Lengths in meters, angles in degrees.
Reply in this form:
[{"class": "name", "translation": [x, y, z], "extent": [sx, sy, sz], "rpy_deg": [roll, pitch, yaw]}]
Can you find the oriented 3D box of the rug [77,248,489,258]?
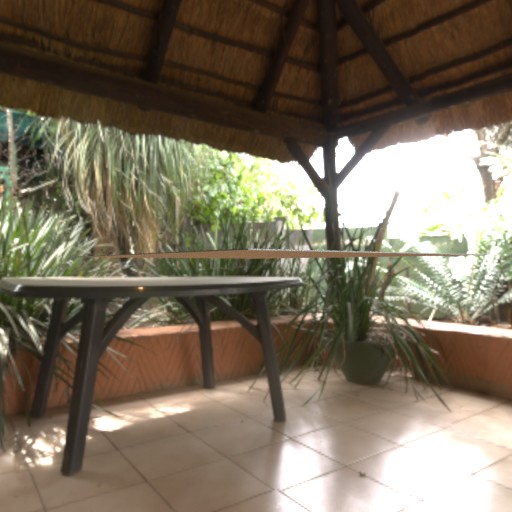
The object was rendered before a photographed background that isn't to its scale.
[{"class": "rug", "translation": [0.000, 0.000, 4.191], "extent": [2.443, 0.007, 3.200], "rpy_deg": [1, -1, -36]}]
